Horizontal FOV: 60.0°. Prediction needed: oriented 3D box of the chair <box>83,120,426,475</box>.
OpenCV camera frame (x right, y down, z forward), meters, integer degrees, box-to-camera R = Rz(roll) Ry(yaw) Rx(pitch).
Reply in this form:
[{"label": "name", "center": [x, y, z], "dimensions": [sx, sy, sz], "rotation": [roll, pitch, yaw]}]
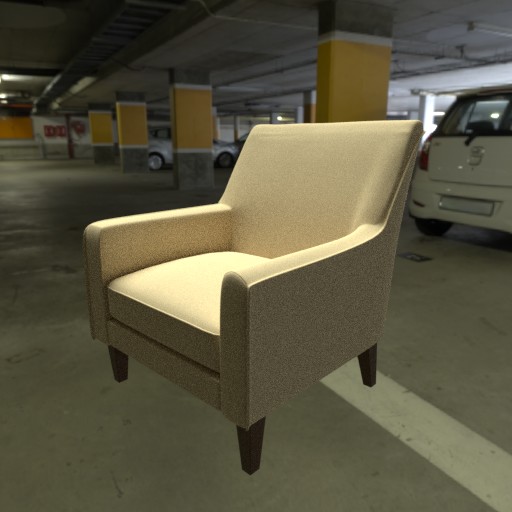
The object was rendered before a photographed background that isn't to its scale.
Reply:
[{"label": "chair", "center": [0.000, 0.000, 1.559], "dimensions": [0.780, 0.919, 0.899], "rotation": [14, 20, 42]}]
